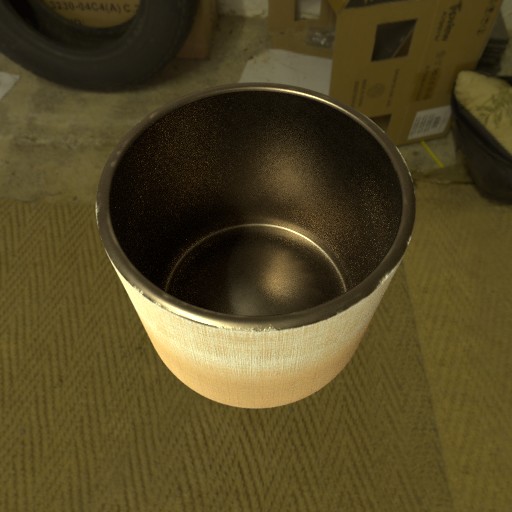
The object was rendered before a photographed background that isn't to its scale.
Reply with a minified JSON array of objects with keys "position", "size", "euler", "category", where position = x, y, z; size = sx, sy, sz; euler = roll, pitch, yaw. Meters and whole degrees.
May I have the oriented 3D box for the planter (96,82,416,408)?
[{"position":[0.000,0.000,0.442],"size":[0.254,0.221,0.254],"euler":[0,58,0],"category":"planter"}]
